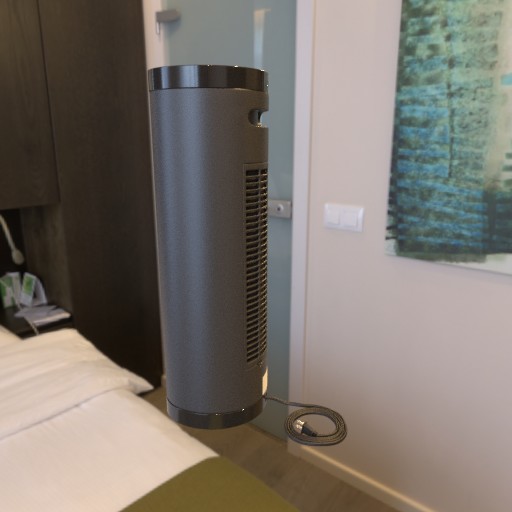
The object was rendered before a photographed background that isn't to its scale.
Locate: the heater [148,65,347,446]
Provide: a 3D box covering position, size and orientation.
[{"bbox_3d":[0.000,0.000,0.708,0.312,0.552,0.174,2,15,9],"label":"heater"}]
